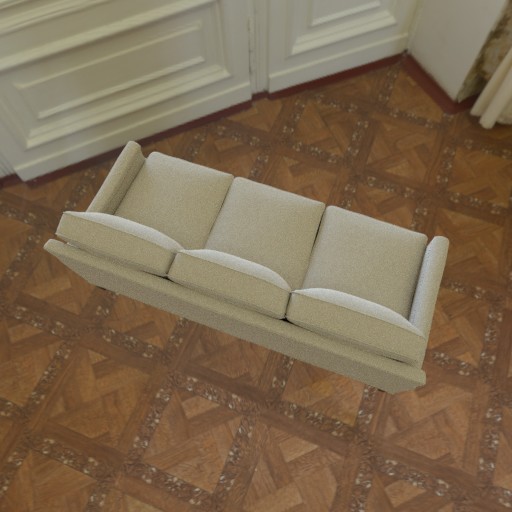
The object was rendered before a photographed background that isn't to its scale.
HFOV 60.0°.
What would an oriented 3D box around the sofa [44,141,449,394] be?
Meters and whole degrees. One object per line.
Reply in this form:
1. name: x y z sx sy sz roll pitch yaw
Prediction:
1. sofa: 0.000 0.000 2.850 2.246 1.003 1.084 18 66 9
